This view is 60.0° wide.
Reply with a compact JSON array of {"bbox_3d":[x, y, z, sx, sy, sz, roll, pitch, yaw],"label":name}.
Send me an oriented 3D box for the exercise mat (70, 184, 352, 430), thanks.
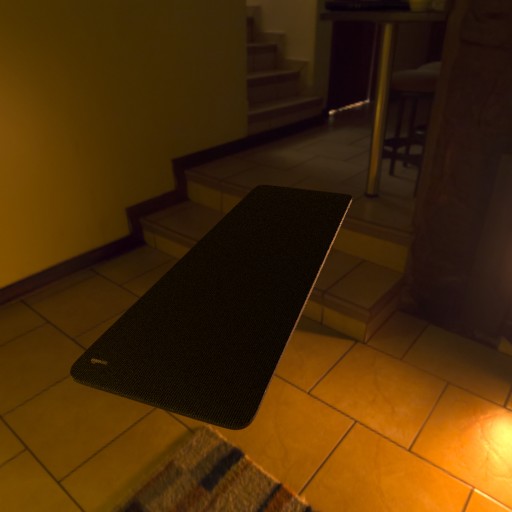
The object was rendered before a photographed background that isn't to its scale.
[{"bbox_3d":[0.000,0.000,2.046,0.616,0.021,1.869,10,30,17],"label":"exercise mat"}]
